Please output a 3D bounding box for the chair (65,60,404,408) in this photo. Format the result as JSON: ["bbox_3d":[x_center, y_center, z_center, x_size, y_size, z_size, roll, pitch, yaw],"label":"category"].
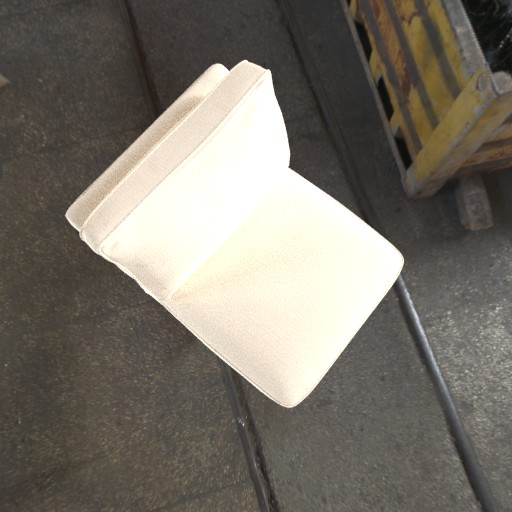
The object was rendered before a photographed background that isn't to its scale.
[{"bbox_3d":[0.000,0.000,1.422,0.781,0.887,0.630,39,78,10],"label":"chair"}]
